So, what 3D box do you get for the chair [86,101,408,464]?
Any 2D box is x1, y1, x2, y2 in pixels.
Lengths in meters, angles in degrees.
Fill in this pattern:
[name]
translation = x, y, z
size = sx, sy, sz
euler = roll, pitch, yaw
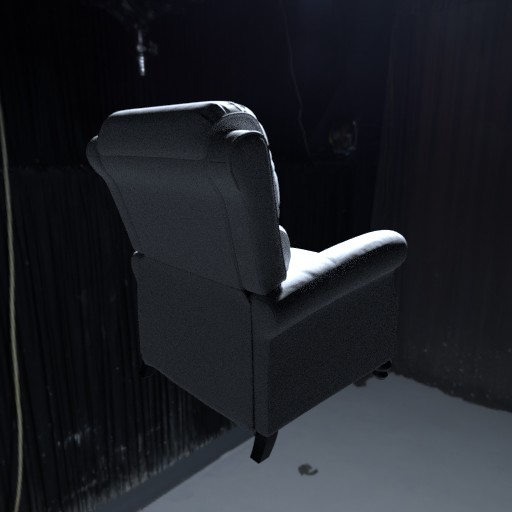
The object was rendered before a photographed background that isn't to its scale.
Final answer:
[chair]
translation = 0.000, 0.000, 1.683
size = 0.919, 1.046, 0.859
euler = -13, 19, -42
